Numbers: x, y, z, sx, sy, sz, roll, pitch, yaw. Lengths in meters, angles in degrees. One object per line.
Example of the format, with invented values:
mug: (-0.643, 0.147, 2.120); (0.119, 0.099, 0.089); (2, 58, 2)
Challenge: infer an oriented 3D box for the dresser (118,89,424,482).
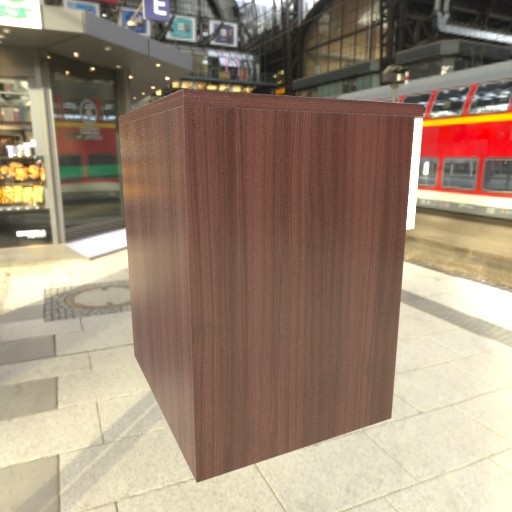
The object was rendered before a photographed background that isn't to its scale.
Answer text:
dresser: (0.000, 0.000, 0.756); (0.360, 0.470, 0.400); (-6, 15, -25)
